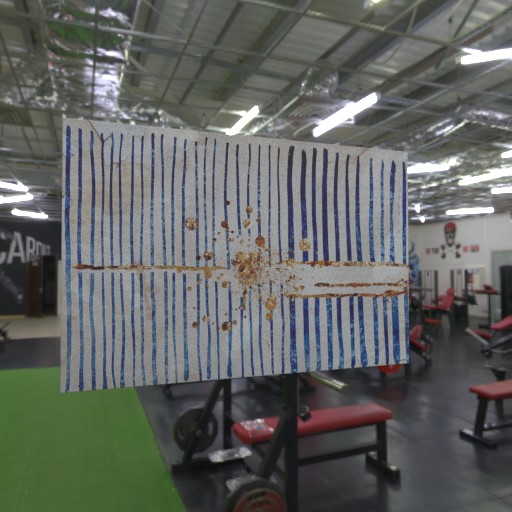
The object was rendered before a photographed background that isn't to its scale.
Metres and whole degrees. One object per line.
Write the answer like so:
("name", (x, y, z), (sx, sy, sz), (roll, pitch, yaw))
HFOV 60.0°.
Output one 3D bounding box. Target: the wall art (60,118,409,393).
("wall art", (0.000, 0.000, 1.421), (1.143, 0.757, 0.038), (0, -1, -19))
